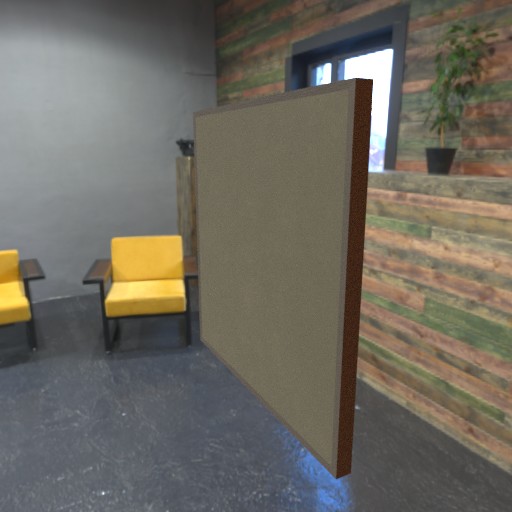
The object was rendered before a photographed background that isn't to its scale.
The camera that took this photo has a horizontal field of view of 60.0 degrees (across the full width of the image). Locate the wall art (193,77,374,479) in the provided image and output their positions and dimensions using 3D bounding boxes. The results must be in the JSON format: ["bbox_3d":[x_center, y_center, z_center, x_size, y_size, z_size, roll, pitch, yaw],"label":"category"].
[{"bbox_3d":[0.000,0.000,1.139,0.038,0.758,0.761,-7,15,-27],"label":"wall art"}]
